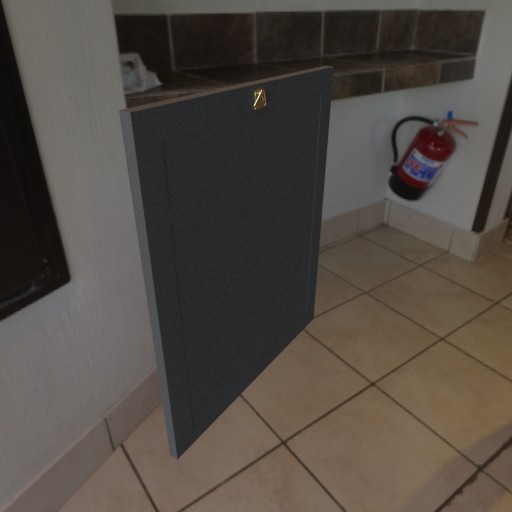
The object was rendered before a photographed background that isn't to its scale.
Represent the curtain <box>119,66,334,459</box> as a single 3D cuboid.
[{"bbox_3d":[0.000,0.000,0.796,0.027,0.585,0.483,19,35,30],"label":"curtain"}]
